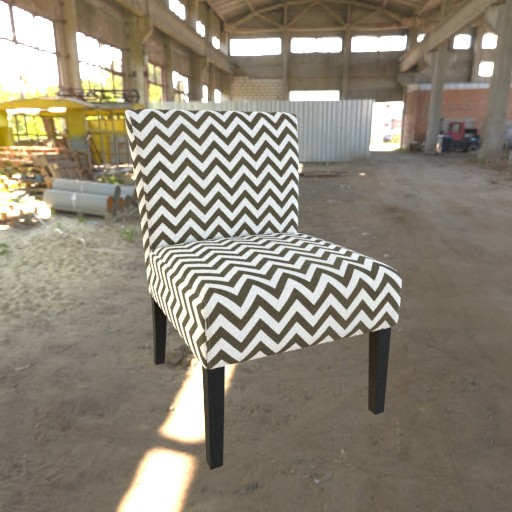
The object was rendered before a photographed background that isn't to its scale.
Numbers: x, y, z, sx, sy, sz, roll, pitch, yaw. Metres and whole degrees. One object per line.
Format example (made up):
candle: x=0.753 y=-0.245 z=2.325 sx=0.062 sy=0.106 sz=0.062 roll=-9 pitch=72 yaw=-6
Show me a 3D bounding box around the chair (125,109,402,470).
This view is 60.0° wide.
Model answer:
chair: x=0.000 y=0.000 z=1.302 sx=0.589 sy=0.838 sz=0.648 roll=-7 pitch=17 yaw=-25
